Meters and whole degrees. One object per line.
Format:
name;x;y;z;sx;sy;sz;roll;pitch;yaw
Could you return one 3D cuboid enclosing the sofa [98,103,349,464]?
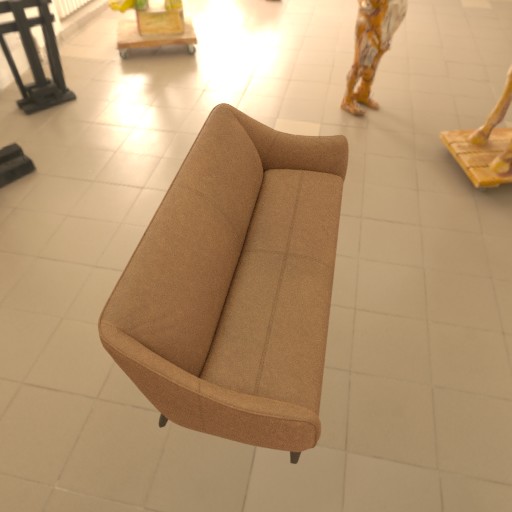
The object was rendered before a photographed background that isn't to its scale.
sofa;0.000;0.000;2.388;0.869;0.830;1.928;8;47;8
